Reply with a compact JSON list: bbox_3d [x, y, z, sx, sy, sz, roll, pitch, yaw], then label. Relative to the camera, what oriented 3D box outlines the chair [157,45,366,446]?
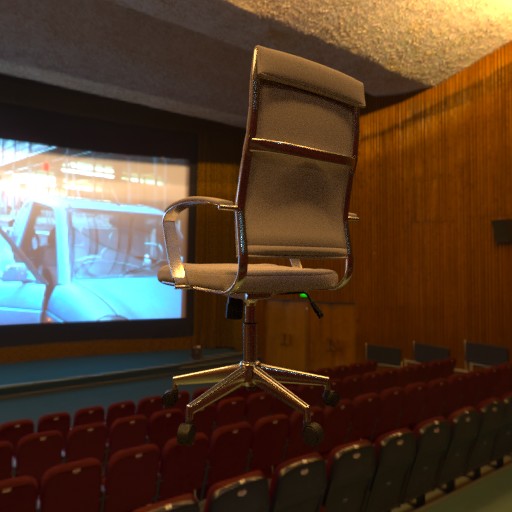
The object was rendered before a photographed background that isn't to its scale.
[{"bbox_3d":[0.000,0.000,1.582,0.679,1.149,0.667,1,-2,-36],"label":"chair"}]
